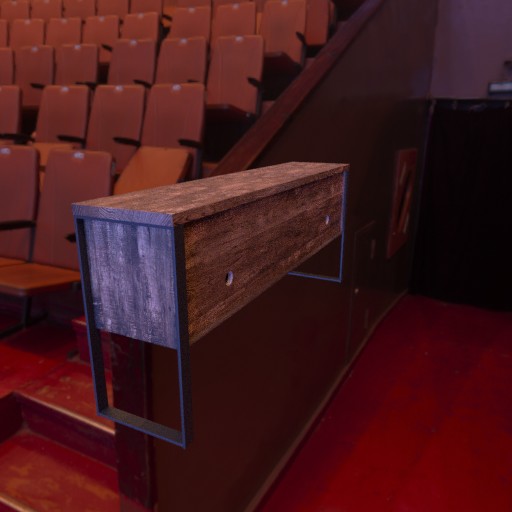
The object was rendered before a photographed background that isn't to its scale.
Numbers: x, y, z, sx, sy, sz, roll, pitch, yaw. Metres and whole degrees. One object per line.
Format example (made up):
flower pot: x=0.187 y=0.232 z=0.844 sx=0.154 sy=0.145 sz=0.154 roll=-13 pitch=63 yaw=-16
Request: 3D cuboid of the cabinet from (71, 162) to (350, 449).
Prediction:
cabinet: x=0.000 y=0.000 z=2.162 sx=0.395 sy=0.762 sz=1.800 roll=8 pitch=18 yaw=25
